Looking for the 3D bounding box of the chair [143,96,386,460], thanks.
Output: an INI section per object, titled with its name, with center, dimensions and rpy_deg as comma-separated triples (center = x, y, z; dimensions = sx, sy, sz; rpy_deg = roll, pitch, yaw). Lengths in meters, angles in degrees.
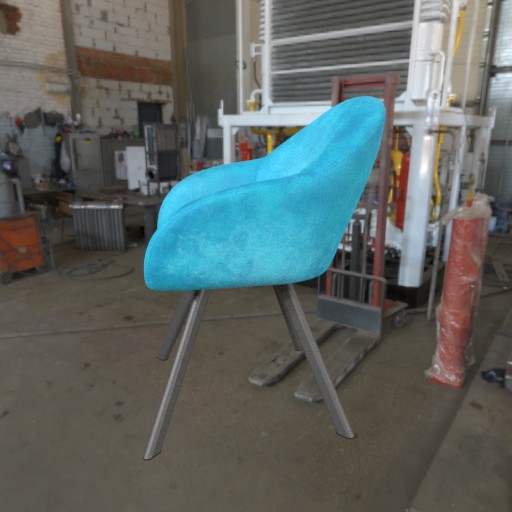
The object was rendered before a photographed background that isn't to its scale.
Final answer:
[chair]
center = 0.000, 0.000, 1.163
dimensions = 0.590, 0.795, 0.550
rpy_deg = -2, 16, -8
